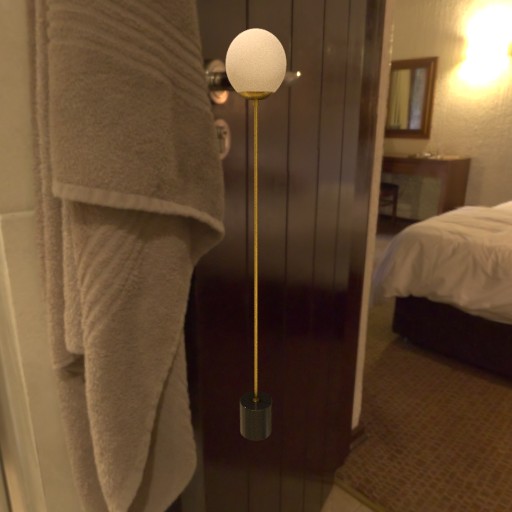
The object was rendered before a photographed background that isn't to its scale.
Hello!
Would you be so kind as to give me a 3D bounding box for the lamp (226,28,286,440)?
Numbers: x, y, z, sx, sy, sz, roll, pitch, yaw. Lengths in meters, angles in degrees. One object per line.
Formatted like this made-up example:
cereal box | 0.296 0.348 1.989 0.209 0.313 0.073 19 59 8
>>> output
lamp | 0.000 0.000 1.886 0.229 1.748 0.229 2 17 8
